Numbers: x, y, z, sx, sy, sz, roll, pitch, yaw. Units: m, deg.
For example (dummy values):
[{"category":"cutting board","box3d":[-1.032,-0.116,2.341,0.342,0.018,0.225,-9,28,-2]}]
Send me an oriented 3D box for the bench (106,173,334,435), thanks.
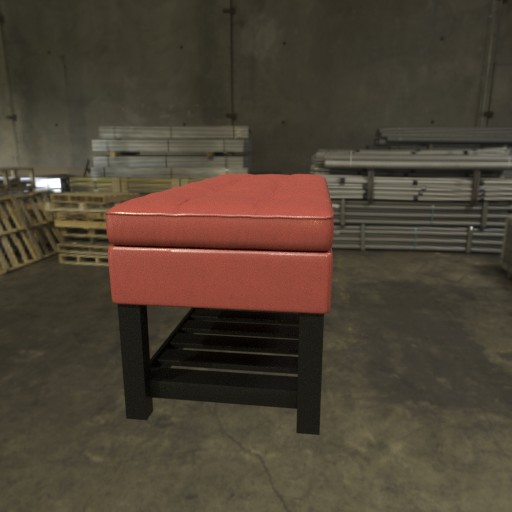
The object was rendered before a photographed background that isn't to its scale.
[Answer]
[{"category":"bench","box3d":[0.000,0.000,1.370,0.432,0.460,1.105,2,14,8]}]
